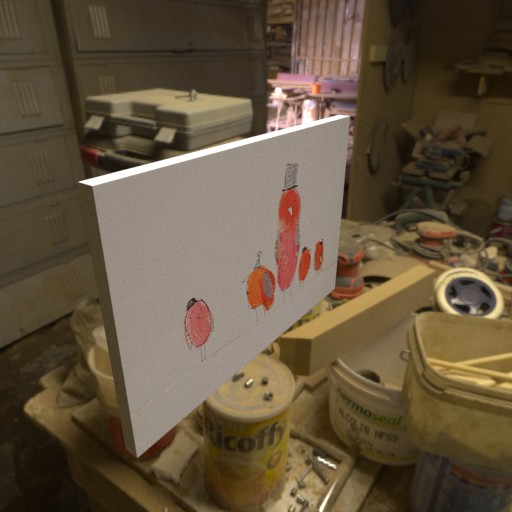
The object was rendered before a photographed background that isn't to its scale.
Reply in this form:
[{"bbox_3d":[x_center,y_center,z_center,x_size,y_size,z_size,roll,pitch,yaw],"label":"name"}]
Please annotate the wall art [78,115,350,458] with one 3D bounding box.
[{"bbox_3d":[0.000,0.000,1.169,0.038,0.609,0.914,18,31,33],"label":"wall art"}]
